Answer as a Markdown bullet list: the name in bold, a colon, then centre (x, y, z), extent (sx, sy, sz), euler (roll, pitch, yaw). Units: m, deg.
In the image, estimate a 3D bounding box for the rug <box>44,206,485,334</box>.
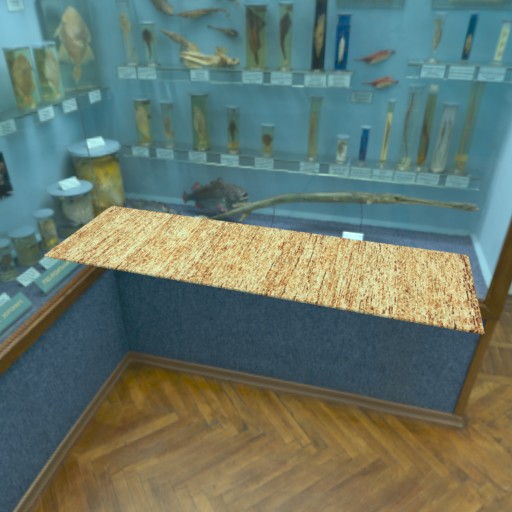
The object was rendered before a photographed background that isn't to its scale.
- **rug**: centre (0.000, 0.000, 2.439), extent (2.237, 0.014, 0.680), euler (9, 32, 14)
